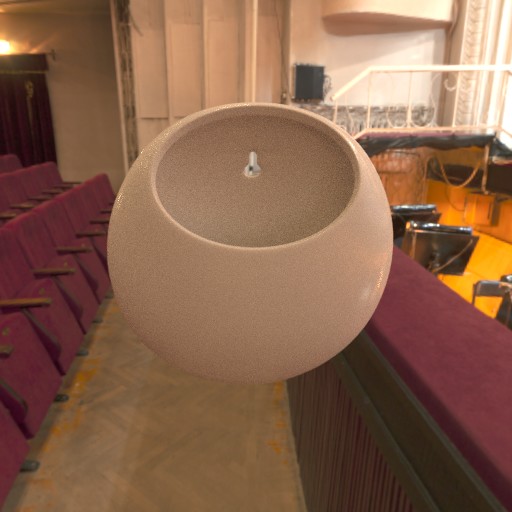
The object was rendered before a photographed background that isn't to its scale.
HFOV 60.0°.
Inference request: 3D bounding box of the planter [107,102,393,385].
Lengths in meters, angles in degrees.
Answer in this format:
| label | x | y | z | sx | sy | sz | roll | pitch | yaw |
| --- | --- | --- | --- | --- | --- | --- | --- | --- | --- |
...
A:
| label | x | y | z | sx | sy | sz | roll | pitch | yaw |
| --- | --- | --- | --- | --- | --- | --- | --- | --- | --- |
| planter | 0.000 | 0.000 | 0.286 | 0.185 | 0.188 | 0.043 | -2 | 17 | -8 |
